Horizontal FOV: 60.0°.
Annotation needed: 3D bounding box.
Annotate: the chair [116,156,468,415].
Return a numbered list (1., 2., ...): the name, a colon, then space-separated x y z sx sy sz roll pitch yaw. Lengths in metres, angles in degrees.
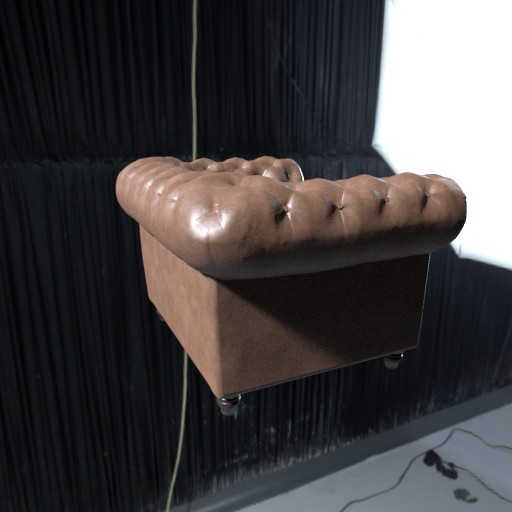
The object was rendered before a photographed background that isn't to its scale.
1. chair: 0.000 0.000 1.856 0.954 0.784 1.298 -7 17 -24
